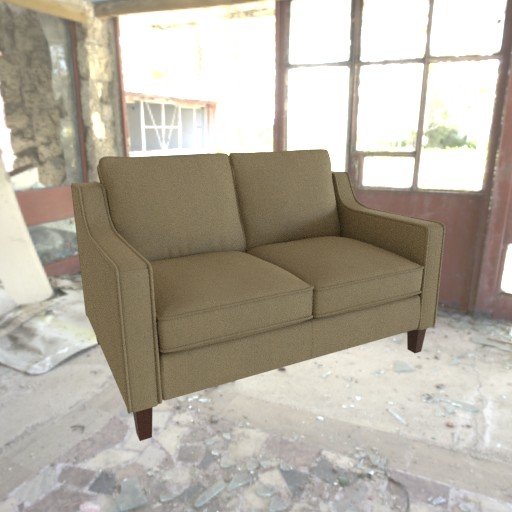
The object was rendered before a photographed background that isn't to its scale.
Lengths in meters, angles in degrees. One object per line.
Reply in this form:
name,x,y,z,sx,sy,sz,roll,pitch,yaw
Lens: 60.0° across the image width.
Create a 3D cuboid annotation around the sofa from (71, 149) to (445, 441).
sofa,0.000,0.000,2.146,1.501,0.971,0.987,-8,18,-27
